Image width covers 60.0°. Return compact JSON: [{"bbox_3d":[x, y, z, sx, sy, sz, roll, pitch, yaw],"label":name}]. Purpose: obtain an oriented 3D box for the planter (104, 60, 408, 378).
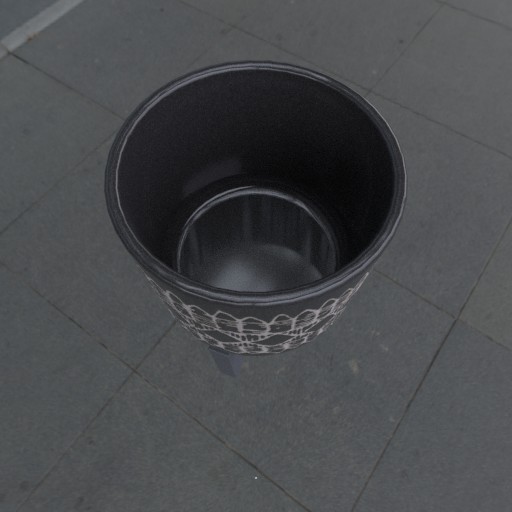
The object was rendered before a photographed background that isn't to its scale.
[{"bbox_3d":[0.000,0.000,0.268,0.129,0.177,0.129,0,63,0],"label":"planter"}]
